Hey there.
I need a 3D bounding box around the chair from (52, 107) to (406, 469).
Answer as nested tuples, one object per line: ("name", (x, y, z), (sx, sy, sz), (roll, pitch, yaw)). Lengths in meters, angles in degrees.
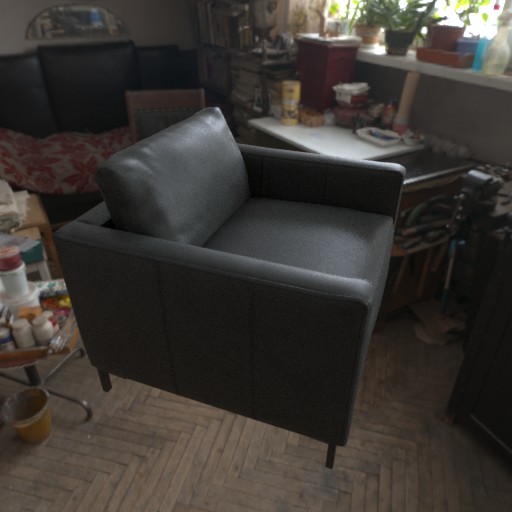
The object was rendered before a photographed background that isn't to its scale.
("chair", (0.000, 0.000, 1.467), (0.861, 0.824, 0.967), (12, 34, 17))
